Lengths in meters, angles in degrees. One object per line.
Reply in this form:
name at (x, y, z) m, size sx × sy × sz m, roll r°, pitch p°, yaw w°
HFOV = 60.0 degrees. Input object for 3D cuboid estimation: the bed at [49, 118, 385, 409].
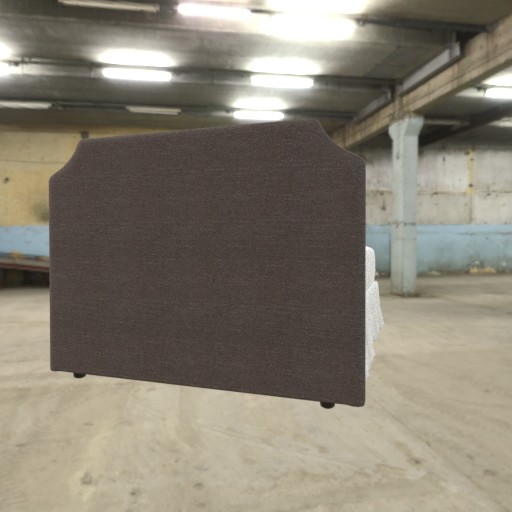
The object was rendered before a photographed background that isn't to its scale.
bed at (0.000, 0.000, 3.137) m, size 1.693 × 1.290 × 2.116 m, roll 1°, pitch 2°, yaw 19°
